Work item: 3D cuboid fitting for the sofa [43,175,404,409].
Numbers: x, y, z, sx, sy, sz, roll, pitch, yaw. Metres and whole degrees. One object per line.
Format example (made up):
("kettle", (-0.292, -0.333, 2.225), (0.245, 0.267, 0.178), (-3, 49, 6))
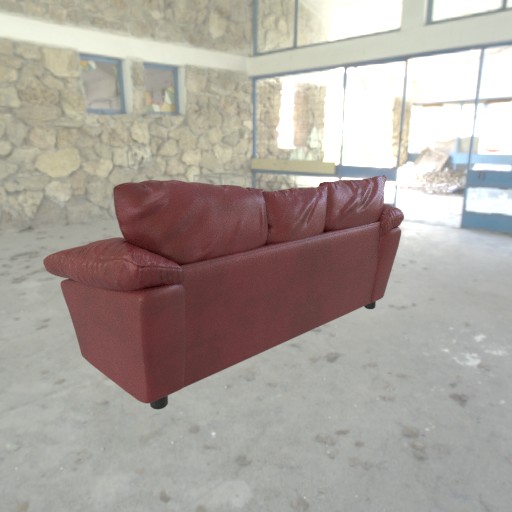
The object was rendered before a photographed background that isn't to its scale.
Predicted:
("sofa", (0.000, 0.000, 2.875), (2.390, 1.091, 0.907), (-13, 19, -43))
